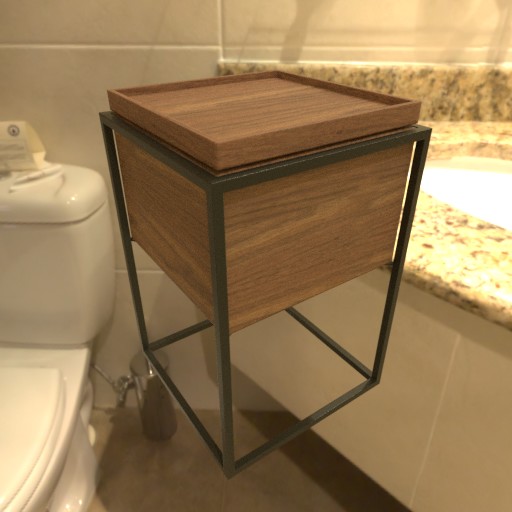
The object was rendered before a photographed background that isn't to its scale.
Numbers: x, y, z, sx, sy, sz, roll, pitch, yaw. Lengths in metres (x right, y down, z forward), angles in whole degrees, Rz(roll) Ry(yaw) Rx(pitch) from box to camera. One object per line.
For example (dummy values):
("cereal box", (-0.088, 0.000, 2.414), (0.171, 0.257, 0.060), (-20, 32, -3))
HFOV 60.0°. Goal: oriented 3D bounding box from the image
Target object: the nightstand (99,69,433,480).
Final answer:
("nightstand", (0.000, 0.000, 0.872), (0.397, 0.607, 0.397), (-20, 37, -29))
